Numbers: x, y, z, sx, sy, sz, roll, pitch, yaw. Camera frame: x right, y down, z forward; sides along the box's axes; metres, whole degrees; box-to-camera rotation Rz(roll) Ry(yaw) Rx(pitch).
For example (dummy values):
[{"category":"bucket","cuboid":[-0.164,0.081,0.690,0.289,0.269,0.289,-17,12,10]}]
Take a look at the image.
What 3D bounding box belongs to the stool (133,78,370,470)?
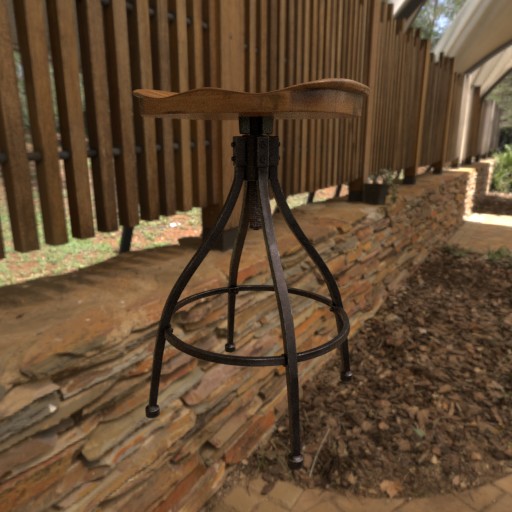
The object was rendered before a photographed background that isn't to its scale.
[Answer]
[{"category":"stool","cuboid":[0.000,0.000,0.975,0.432,0.694,0.424,8,17,26]}]
